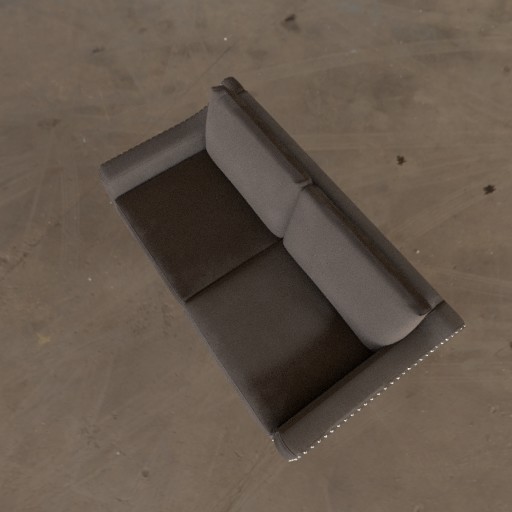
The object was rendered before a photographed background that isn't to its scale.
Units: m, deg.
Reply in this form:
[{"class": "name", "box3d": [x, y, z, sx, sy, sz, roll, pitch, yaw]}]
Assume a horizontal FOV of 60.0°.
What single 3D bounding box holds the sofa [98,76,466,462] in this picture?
[{"class": "sofa", "box3d": [0.000, 0.000, 3.308, 1.336, 1.196, 2.550, -33, 69, -14]}]
